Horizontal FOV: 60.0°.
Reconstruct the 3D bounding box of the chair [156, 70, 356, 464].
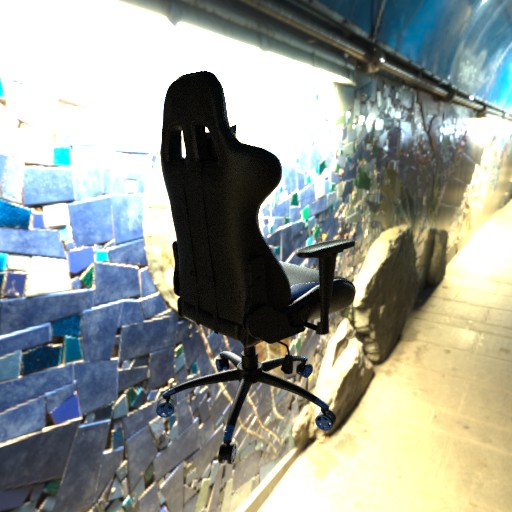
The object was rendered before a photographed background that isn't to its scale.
[{"bbox_3d":[0.000,0.000,1.725,0.730,1.282,0.695,-13,19,-42],"label":"chair"}]
